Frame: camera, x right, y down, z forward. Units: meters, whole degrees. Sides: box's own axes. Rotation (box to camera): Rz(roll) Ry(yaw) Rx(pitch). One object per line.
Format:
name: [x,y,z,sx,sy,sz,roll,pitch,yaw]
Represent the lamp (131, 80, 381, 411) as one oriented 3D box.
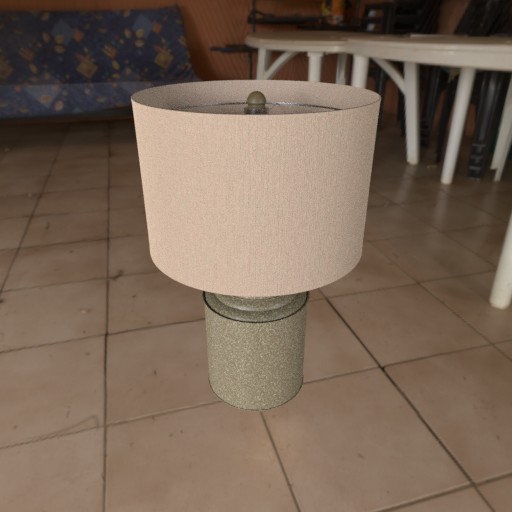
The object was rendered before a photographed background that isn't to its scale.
lamp: [0.000,0.000,0.691,0.318,0.486,0.318,0,27,0]
